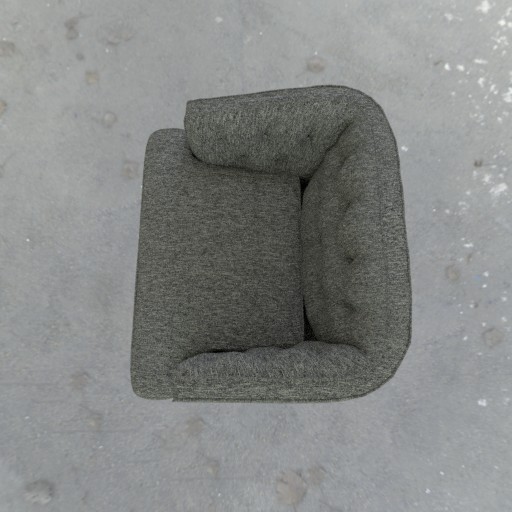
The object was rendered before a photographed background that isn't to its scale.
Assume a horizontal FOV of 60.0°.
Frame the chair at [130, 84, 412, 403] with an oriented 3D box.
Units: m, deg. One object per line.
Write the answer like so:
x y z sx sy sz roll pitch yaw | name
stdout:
0.000 0.000 1.769 0.941 0.852 1.104 0 75 0 | chair
